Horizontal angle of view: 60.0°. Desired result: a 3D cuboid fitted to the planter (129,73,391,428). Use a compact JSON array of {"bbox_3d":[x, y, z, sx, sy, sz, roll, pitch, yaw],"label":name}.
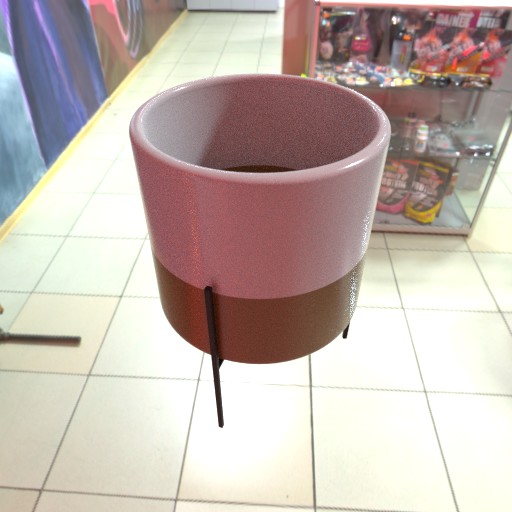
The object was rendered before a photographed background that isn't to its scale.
[{"bbox_3d":[0.000,0.000,0.655,0.310,0.432,0.310,25,46,27],"label":"planter"}]
